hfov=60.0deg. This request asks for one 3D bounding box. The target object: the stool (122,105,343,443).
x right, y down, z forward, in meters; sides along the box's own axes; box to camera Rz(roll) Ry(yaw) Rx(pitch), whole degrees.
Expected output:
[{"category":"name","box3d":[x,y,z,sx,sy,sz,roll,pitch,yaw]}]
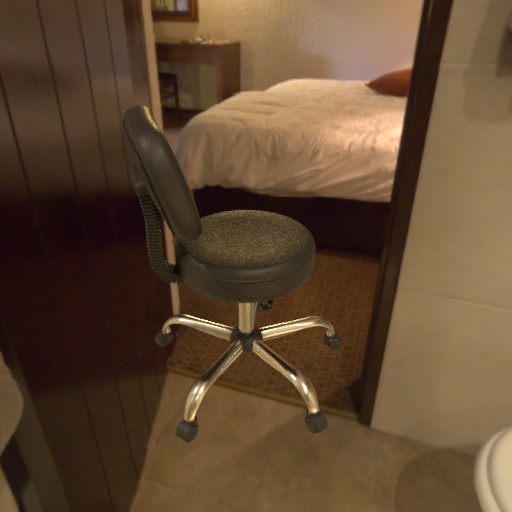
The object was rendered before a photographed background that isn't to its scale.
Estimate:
[{"category":"stool","box3d":[0.000,0.000,1.313,0.648,0.862,0.673,-9,31,-16]}]
